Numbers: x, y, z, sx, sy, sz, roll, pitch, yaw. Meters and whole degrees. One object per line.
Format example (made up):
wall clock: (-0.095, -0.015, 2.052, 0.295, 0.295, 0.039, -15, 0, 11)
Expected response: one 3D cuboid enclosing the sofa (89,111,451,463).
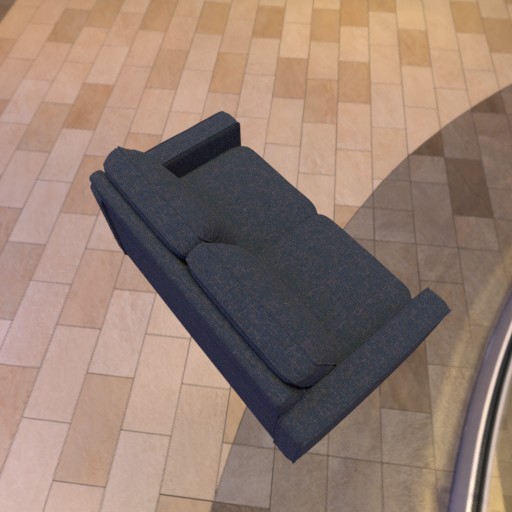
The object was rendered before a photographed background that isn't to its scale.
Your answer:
sofa: (0.000, 0.000, 2.297, 0.947, 0.918, 1.709, -35, 65, -19)
